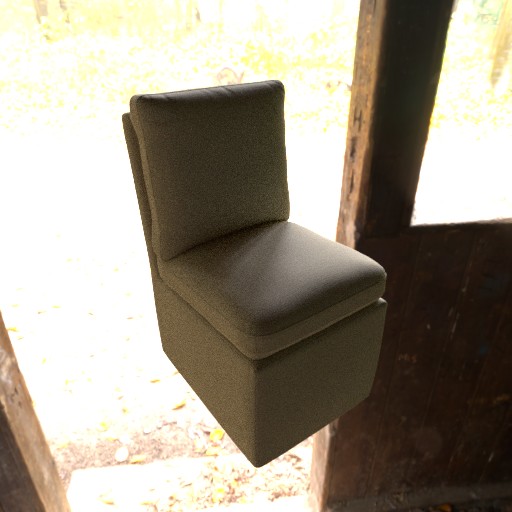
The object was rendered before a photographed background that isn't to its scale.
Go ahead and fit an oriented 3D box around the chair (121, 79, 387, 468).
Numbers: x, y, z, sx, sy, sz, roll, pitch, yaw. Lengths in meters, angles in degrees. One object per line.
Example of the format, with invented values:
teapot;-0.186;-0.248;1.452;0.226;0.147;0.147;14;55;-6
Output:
chair;0.000;0.000;1.350;0.503;0.927;0.698;-20;35;-30
